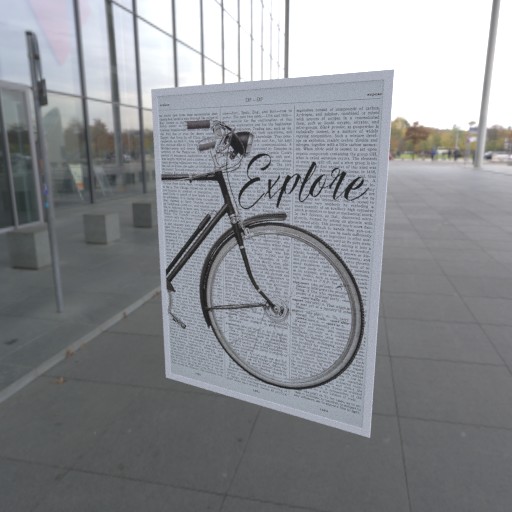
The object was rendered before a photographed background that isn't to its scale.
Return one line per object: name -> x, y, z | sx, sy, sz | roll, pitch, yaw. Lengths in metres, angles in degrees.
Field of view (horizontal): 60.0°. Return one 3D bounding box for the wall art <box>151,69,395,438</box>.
wall art -> 0.000, 0.000, 0.820 | 0.457, 0.610, 0.003 | 7, 15, 27
